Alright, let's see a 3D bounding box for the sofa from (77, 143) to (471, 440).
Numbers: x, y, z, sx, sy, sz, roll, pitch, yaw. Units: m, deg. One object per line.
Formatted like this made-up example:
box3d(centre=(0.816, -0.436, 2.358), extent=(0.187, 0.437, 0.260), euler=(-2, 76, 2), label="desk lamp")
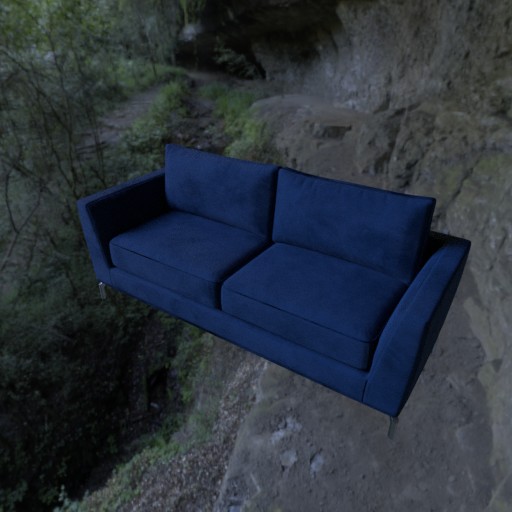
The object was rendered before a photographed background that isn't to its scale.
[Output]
box3d(centre=(0.000, 0.000, 2.701), extent=(2.212, 0.998, 0.853), euler=(18, 35, 29), label="sofa")
